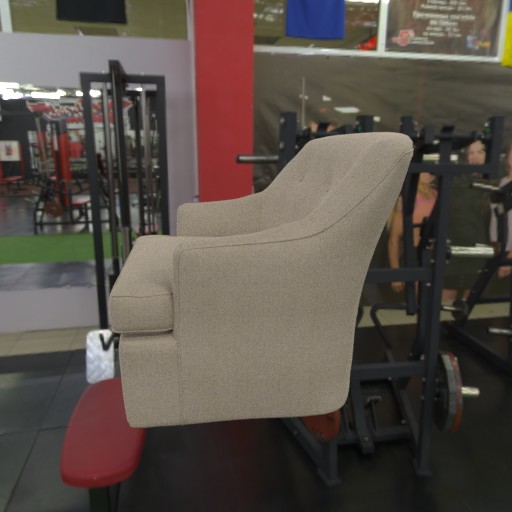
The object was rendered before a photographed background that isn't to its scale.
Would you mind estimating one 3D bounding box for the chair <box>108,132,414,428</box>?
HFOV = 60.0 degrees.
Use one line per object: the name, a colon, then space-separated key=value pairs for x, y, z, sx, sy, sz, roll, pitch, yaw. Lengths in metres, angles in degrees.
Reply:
chair: x=0.000 y=0.000 z=1.590 sx=0.923 sy=0.856 sz=0.864 roll=-2 pitch=15 yaw=-9
